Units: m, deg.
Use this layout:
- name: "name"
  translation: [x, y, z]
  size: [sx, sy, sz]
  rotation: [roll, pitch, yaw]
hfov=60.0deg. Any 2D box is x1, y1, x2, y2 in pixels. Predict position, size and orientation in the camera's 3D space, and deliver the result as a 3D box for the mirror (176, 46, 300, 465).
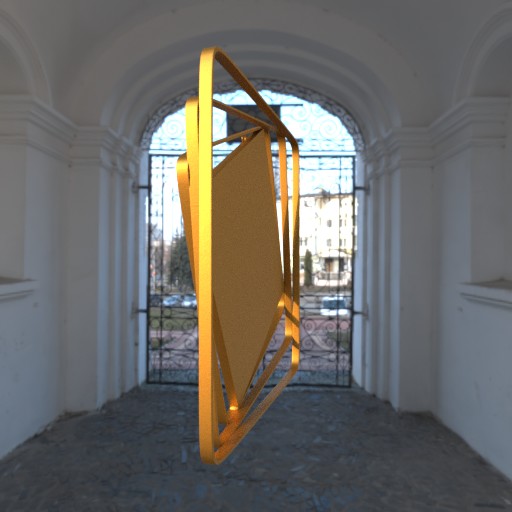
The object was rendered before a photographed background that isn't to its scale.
- name: "mirror"
  translation: [0.000, 0.000, 0.694]
  size: [0.045, 0.468, 0.470]
  rotation: [0, 0, 17]
